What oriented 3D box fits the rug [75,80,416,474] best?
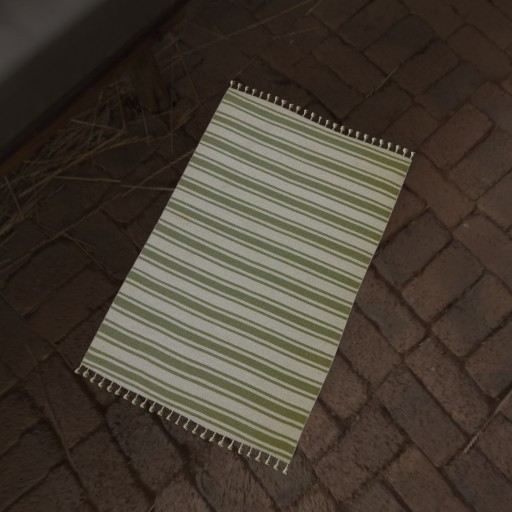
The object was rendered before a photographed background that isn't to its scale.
[{"bbox_3d":[0.000,0.000,2.378,1.162,0.013,1.875,24,77,6],"label":"rug"}]
